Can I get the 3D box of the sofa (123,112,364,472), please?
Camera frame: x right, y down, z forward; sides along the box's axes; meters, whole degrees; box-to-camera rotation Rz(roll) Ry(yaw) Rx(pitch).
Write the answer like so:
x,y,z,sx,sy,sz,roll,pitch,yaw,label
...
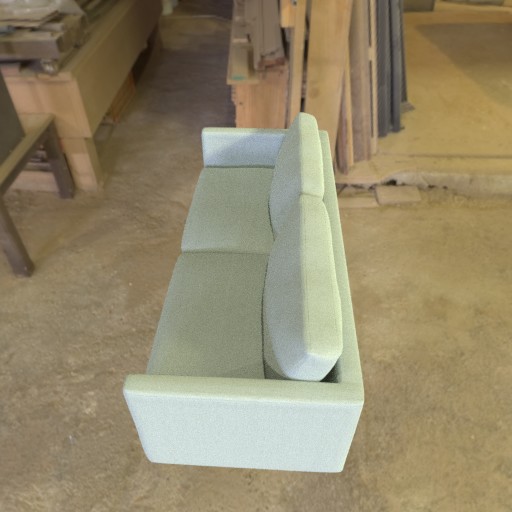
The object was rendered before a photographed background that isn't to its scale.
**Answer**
x,y,z,sx,sy,sz,roll,pitch,yaw,label
0.000,0.000,2.640,0.951,0.965,2.208,2,42,2,sofa
